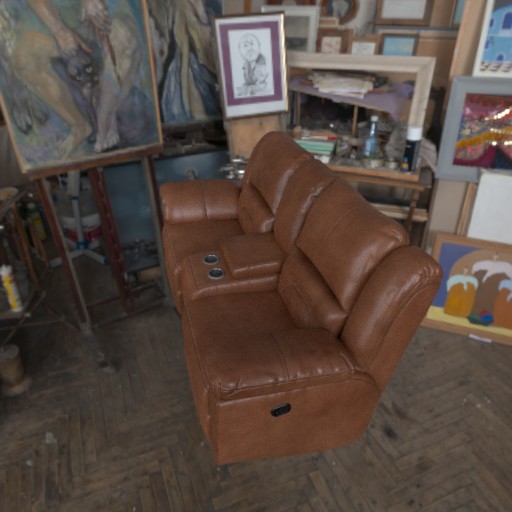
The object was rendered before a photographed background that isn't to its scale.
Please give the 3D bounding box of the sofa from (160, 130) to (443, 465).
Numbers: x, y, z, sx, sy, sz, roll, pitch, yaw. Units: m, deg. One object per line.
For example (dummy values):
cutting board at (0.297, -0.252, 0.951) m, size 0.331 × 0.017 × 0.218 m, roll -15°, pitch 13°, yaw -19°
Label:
sofa at (0.000, 0.000, 2.596) m, size 0.991 × 1.043 × 2.058 m, roll -9°, pitch 32°, yaw -14°
